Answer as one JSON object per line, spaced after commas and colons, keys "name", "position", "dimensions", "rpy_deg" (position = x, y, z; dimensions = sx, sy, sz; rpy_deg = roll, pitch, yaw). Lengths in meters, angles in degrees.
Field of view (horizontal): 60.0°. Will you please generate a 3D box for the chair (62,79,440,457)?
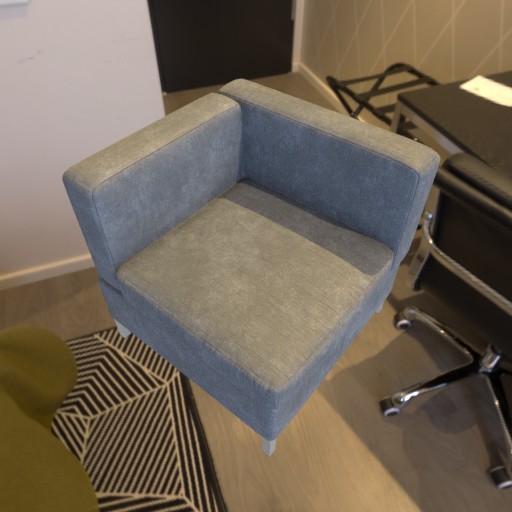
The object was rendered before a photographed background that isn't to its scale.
{"name": "chair", "position": [0.000, 0.000, 1.268], "dimensions": [0.680, 0.660, 0.680], "rpy_deg": [30, 53, 26]}
